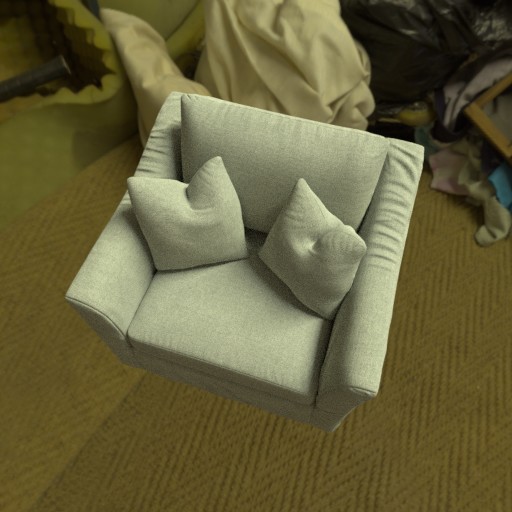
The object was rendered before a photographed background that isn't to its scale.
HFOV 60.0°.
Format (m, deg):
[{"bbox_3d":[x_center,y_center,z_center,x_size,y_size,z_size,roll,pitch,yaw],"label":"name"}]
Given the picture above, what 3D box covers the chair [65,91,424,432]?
[{"bbox_3d":[0.000,0.000,2.000,1.194,1.059,1.071,15,59,9],"label":"chair"}]
